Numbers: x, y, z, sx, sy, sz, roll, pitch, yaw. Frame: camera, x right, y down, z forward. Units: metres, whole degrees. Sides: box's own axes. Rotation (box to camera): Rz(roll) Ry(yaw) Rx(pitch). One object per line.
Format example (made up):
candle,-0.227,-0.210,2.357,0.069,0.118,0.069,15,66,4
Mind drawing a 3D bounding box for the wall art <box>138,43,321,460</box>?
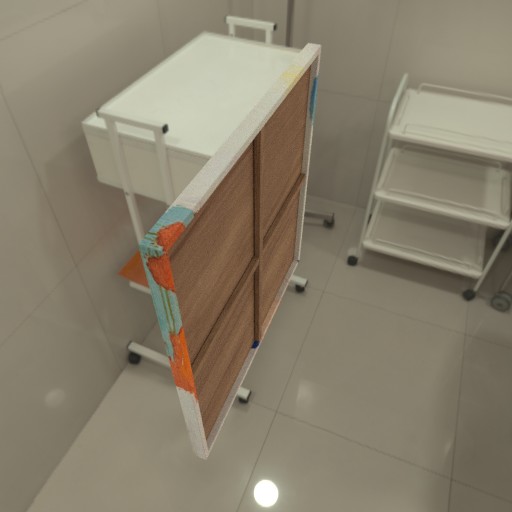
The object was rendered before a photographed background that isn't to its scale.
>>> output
wall art,0.000,0.000,1.186,0.037,0.814,0.814,16,48,15
